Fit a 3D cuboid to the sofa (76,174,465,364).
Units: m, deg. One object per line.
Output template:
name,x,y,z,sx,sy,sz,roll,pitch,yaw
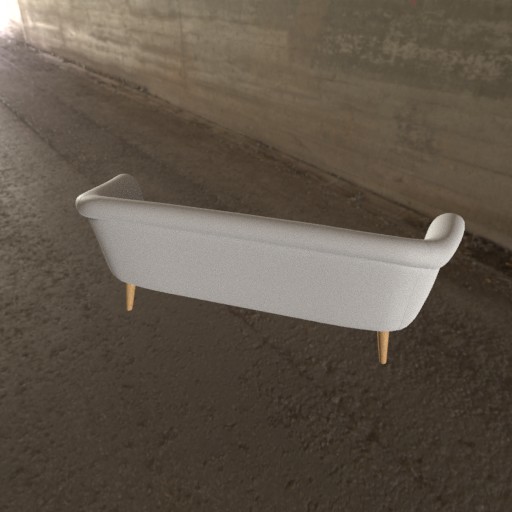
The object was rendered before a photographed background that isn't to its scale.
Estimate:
sofa,0.000,0.000,2.498,2.160,0.795,0.827,9,32,15
